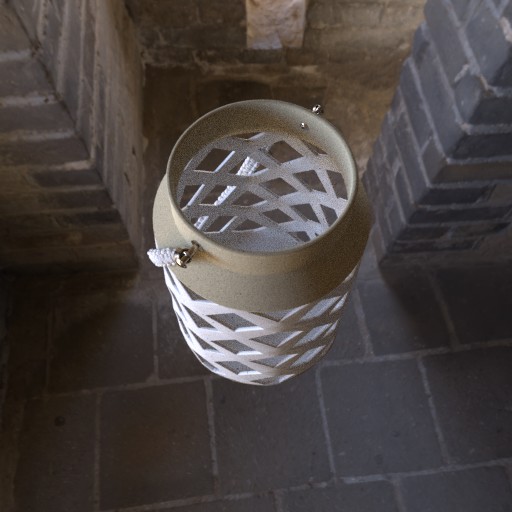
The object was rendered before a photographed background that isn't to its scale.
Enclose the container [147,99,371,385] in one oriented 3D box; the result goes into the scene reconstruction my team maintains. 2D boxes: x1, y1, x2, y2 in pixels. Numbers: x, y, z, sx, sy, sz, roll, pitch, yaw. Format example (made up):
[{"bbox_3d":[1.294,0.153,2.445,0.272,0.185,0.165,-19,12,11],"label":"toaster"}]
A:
[{"bbox_3d":[0.000,0.000,0.407,0.198,0.264,0.188,34,68,15],"label":"container"}]
